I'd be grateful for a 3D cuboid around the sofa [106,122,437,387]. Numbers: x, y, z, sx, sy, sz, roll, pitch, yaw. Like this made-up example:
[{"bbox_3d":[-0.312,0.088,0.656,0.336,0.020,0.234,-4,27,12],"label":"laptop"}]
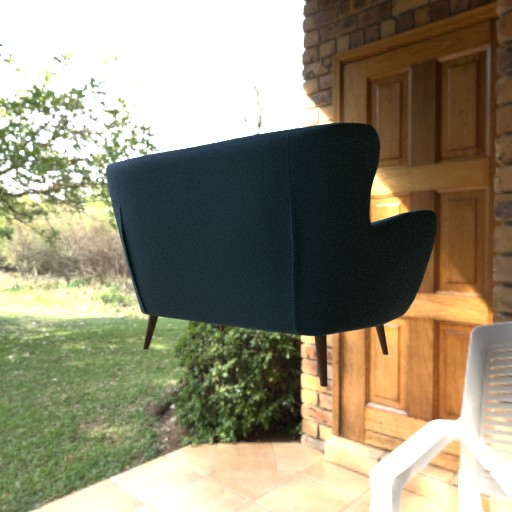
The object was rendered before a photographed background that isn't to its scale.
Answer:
[{"bbox_3d":[0.000,0.000,2.019,1.397,0.889,0.889,1,1,36],"label":"sofa"}]
